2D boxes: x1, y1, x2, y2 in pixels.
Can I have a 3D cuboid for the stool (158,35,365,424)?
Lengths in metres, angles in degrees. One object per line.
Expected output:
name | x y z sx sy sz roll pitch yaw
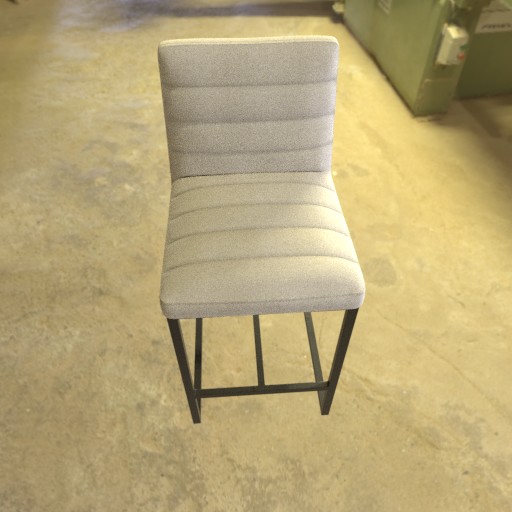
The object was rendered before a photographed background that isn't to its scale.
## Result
stool | 0.000 0.000 1.239 0.459 0.971 0.567 -3 47 -3
